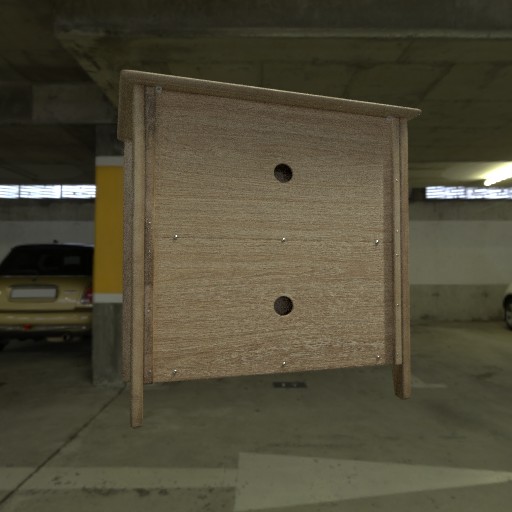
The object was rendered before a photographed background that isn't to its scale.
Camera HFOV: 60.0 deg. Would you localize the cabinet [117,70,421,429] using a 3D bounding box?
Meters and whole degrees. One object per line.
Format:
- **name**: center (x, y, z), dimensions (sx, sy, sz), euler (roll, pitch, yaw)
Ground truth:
- **cabinet**: center (0.000, 0.000, 1.272), dimensions (0.763, 0.762, 0.503), euler (1, -2, -18)
